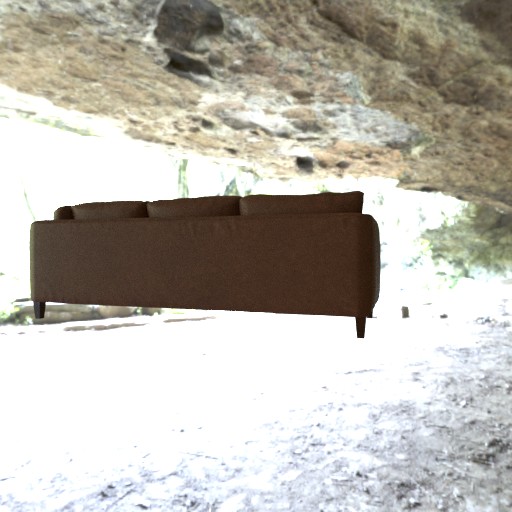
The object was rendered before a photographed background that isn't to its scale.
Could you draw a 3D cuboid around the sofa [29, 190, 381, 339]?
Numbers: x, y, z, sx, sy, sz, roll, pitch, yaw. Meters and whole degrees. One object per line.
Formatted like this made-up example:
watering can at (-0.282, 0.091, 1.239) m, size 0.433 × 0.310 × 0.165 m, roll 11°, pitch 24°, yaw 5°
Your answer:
sofa at (0.000, 0.000, 4.622) m, size 2.593 × 0.923 × 3.460 m, roll 0°, pitch 1°, yaw 18°
